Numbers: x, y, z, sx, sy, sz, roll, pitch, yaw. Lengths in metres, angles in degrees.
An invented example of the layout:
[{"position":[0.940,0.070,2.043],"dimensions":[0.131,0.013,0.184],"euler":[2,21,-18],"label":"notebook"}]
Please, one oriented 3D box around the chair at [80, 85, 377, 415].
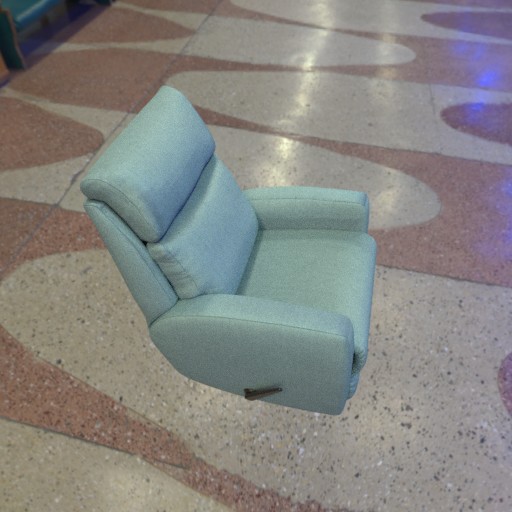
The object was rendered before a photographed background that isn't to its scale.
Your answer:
[{"position":[0.000,0.000,1.698],"dimensions":[0.940,1.013,0.812],"euler":[10,47,10],"label":"chair"}]
